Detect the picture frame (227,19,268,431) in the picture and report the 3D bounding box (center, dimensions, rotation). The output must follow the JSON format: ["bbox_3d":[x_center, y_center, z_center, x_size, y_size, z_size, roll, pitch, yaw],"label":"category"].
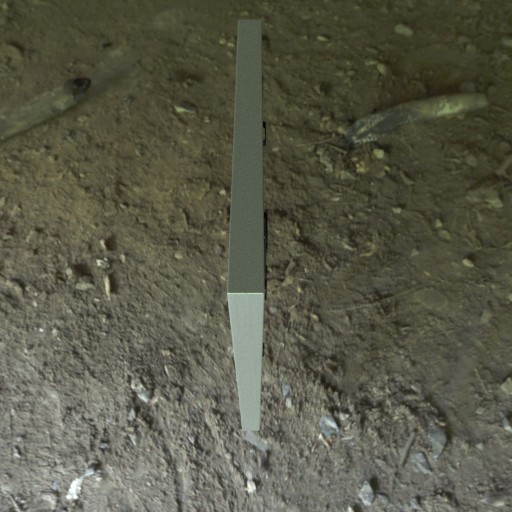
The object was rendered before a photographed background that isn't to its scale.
[{"bbox_3d":[0.000,0.000,0.516,0.036,0.386,0.307,0,57,0],"label":"picture frame"}]
